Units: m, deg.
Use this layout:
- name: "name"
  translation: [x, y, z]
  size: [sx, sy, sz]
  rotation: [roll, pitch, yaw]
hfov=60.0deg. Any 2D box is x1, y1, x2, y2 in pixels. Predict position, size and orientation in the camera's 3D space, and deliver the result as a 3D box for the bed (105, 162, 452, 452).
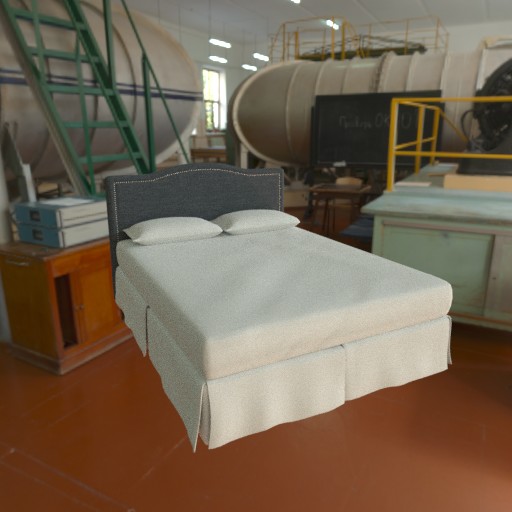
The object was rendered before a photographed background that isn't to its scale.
- name: "bed"
  translation: [0.000, 0.000, 3.943]
  size: [2.161, 1.457, 2.689]
  rotation: [-8, 18, -26]
